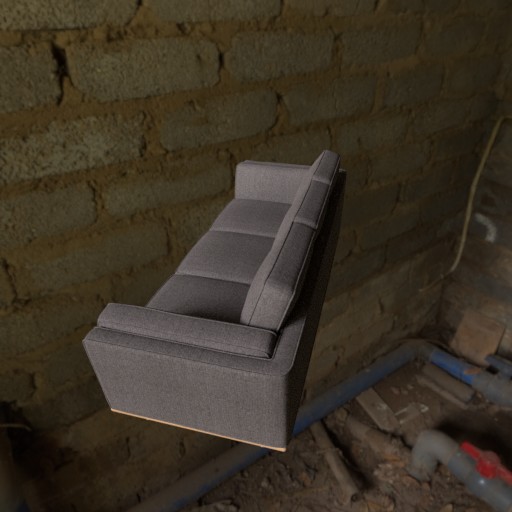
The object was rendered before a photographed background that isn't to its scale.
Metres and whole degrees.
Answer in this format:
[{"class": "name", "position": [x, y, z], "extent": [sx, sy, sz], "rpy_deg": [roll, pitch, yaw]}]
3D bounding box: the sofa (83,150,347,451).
[{"class": "sofa", "position": [0.000, 0.000, 2.810], "extent": [0.903, 0.899, 2.362], "rpy_deg": [8, 31, 13]}]
